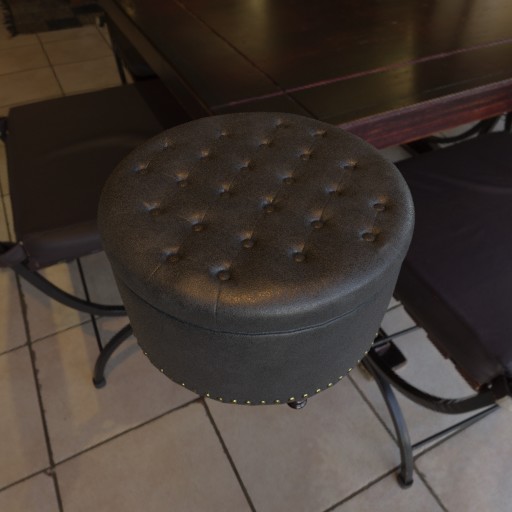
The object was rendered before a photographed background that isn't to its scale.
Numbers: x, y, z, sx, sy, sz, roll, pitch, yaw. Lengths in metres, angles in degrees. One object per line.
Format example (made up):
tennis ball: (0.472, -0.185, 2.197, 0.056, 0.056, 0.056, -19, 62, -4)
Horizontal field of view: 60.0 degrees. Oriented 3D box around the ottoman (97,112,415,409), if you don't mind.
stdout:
ottoman: (0.000, 0.000, 1.046, 0.637, 0.442, 0.637, 0, 46, 0)
